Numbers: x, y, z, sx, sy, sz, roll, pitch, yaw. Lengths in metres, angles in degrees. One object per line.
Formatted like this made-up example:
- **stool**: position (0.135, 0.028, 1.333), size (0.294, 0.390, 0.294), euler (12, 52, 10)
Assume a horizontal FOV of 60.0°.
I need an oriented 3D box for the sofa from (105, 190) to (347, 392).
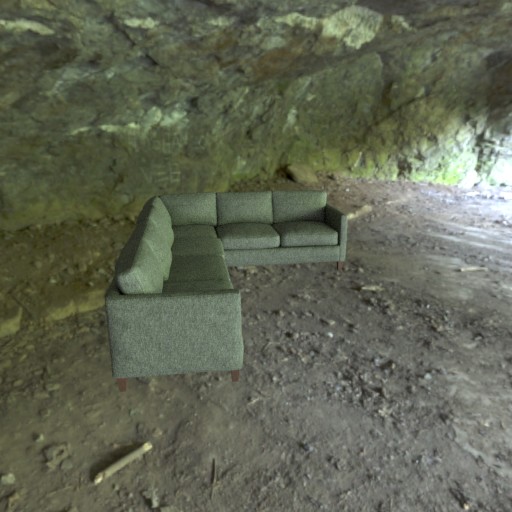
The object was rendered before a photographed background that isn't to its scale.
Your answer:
- **sofa**: position (0.000, 0.000, 4.690), size (2.593, 0.947, 3.302), euler (-3, 17, -9)
